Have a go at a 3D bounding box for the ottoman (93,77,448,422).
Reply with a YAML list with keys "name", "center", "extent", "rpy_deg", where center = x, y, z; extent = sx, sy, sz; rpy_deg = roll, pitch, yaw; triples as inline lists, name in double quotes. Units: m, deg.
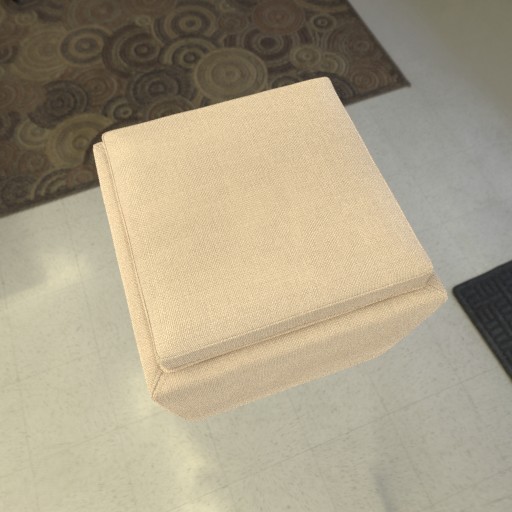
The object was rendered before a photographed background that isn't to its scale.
- name: "ottoman"
  center: [0.000, 0.000, 0.824]
  extent: [0.451, 0.460, 0.450]
  rpy_deg: [-17, 66, -8]
